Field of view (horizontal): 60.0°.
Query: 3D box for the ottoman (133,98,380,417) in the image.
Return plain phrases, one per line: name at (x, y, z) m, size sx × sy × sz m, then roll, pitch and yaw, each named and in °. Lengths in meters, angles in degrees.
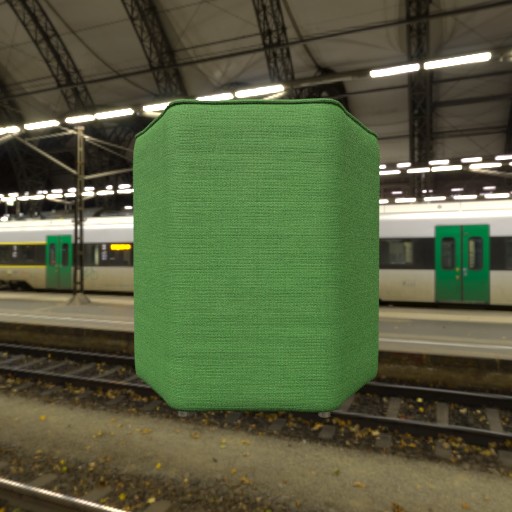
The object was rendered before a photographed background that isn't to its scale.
ottoman at (0.000, 0.000, 0.900) m, size 0.499 × 0.507 × 0.444 m, roll 0°, pitch 0°, yaw 1°
